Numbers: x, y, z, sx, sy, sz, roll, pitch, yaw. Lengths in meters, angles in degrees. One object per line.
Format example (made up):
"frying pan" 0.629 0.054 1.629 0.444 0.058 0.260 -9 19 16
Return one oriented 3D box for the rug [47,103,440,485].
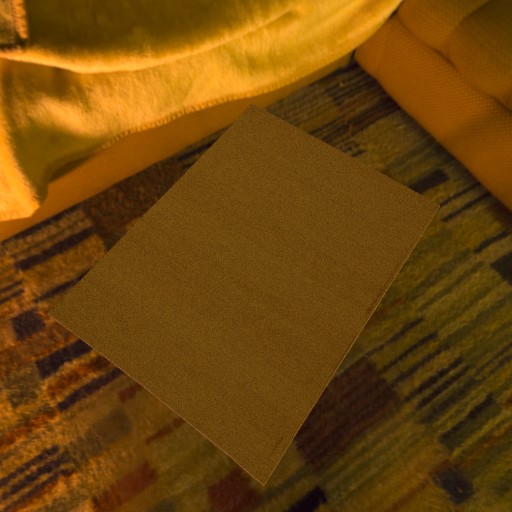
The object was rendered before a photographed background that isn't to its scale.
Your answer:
"rug" 0.000 0.000 4.332 2.434 0.045 3.202 33 68 15
